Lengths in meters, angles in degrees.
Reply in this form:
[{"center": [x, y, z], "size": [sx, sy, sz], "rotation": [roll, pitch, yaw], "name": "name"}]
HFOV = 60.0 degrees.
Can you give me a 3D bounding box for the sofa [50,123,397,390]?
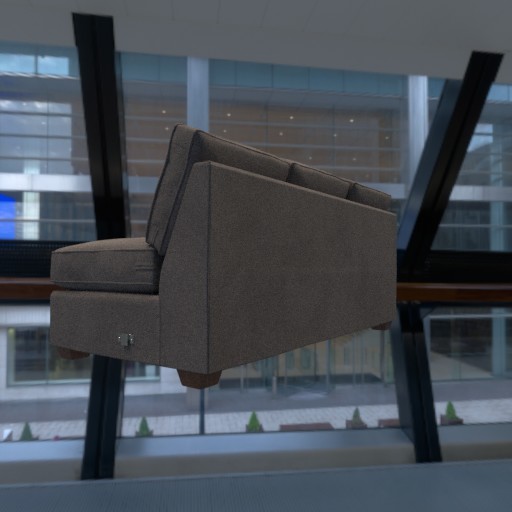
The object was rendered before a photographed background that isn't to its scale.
[{"center": [0.000, 0.000, 2.559], "size": [1.027, 0.973, 1.962], "rotation": [-1, -2, 36], "name": "sofa"}]
